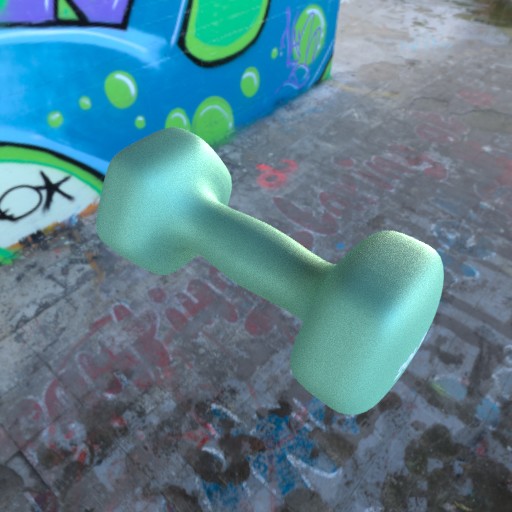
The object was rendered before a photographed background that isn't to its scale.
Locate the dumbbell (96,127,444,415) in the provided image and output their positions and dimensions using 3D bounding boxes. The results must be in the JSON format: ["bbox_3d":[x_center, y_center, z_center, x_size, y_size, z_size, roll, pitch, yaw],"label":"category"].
[{"bbox_3d":[0.000,0.000,0.336,0.260,0.117,0.129,31,53,27],"label":"dumbbell"}]
